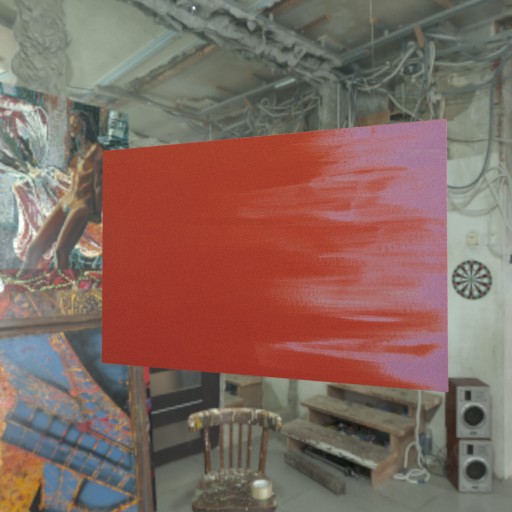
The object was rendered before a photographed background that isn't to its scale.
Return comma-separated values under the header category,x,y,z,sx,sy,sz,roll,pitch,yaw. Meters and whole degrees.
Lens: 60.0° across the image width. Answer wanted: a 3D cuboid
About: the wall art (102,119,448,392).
category,x,y,z,sx,sy,sz,roll,pitch,yaw
wall art,0.000,0.000,0.765,0.607,0.405,0.033,0,-1,18
